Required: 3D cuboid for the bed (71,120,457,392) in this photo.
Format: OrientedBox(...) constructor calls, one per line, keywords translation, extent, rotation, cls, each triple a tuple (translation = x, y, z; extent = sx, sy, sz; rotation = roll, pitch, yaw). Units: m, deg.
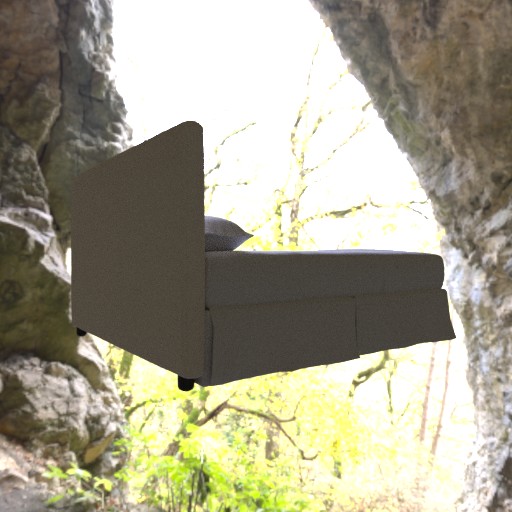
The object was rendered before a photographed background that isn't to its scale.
OrientedBox(translation=(0.000, 0.000, 3.553), extent=(2.341, 1.317, 2.119), rotation=(0, 0, -37), cls="bed")
